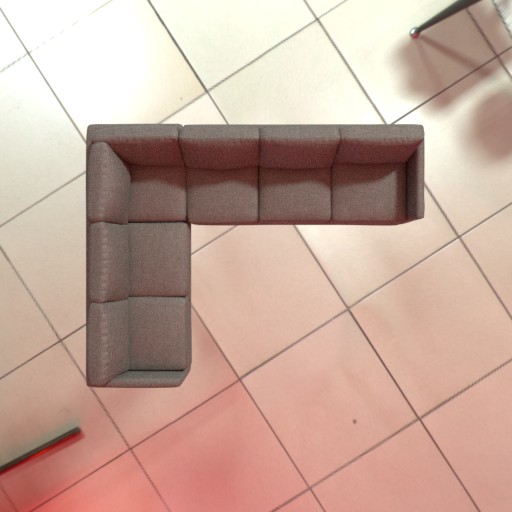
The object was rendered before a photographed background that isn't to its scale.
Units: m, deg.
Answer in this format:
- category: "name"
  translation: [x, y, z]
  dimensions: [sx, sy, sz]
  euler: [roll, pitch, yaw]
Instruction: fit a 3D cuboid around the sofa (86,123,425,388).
- category: "sofa"
  translation: [0.000, 0.000, 4.512]
  dimensions: [3.302, 0.947, 2.593]
  euler: [0, 90, 1]
